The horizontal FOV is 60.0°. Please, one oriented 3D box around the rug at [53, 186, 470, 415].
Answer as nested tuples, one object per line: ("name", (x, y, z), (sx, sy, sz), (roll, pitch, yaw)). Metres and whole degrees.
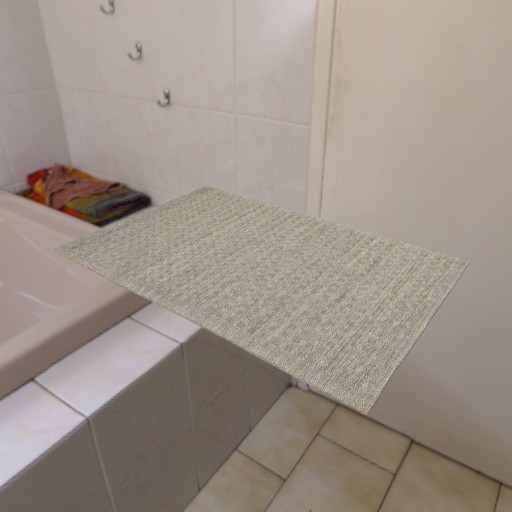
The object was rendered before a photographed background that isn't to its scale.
("rug", (0.000, 0.000, 2.923), (2.297, 0.018, 1.532), (20, 35, 32))
